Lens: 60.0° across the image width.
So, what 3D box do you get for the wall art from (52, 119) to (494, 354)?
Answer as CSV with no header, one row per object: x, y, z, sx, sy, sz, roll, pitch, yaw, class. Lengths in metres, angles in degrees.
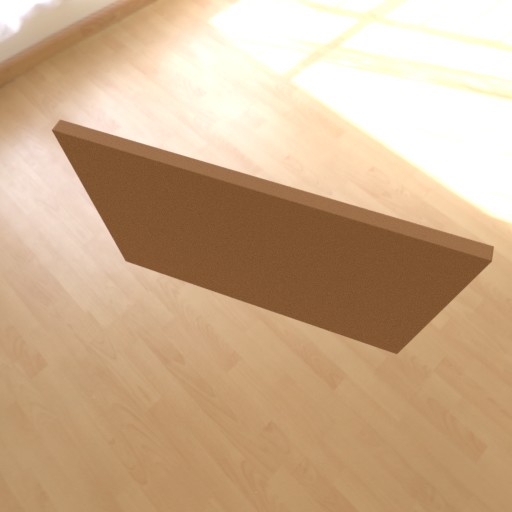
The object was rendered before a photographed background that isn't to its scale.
0.000,0.000,1.146,0.915,0.608,0.033,18,63,9,wall art
